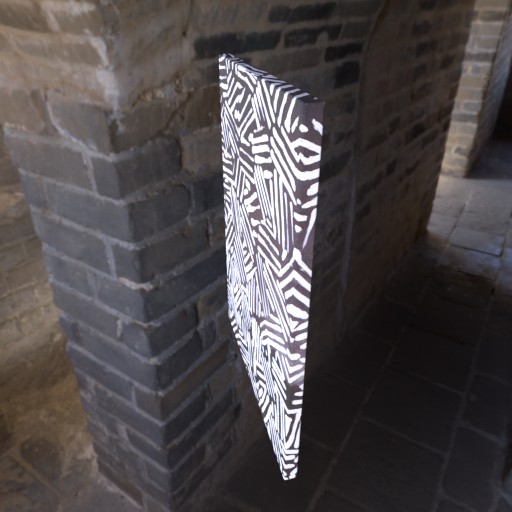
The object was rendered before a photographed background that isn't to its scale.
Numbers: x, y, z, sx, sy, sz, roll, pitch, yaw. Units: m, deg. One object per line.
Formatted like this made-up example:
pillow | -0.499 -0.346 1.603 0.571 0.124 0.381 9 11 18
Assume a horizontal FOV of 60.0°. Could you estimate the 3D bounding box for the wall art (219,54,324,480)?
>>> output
wall art | 0.000 0.000 1.307 0.038 1.017 0.765 -8 31 -13
